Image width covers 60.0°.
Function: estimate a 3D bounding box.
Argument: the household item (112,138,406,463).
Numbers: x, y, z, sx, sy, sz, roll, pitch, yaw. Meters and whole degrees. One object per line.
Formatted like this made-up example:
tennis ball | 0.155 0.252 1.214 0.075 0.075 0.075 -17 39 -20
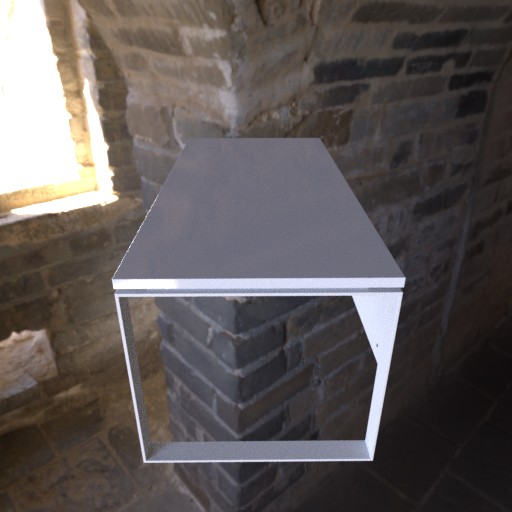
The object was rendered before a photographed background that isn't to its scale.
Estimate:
household item | 0.000 0.000 2.132 0.800 0.745 1.700 0 27 -1
